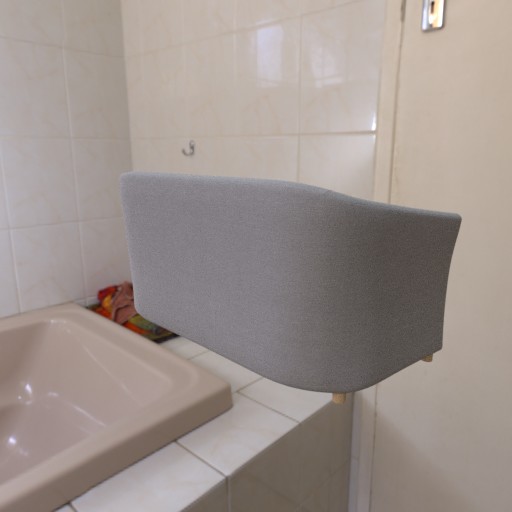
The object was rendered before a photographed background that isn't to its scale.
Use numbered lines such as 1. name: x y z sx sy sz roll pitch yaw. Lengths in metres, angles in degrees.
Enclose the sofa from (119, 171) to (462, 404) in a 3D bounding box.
1. sofa: 0.000 0.000 1.930 1.452 0.721 0.705 13 19 43
